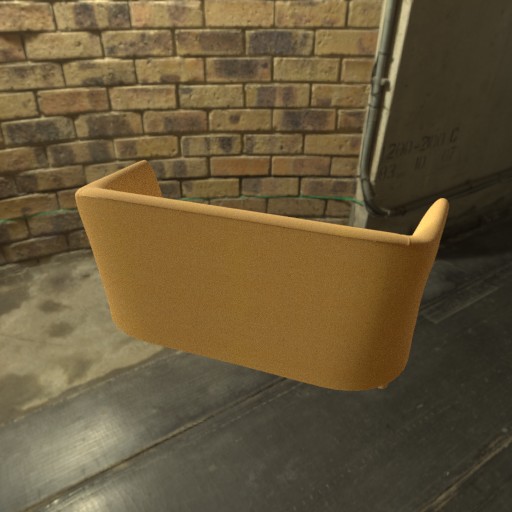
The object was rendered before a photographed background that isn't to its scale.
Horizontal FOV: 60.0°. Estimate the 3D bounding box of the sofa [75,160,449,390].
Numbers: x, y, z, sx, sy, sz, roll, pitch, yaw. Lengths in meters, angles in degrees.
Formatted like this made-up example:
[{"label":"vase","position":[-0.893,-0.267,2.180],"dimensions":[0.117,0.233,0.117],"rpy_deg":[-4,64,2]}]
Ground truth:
[{"label":"sofa","position":[0.000,0.000,1.869],"dimensions":[1.452,0.721,0.705],"rpy_deg":[10,33,16]}]
